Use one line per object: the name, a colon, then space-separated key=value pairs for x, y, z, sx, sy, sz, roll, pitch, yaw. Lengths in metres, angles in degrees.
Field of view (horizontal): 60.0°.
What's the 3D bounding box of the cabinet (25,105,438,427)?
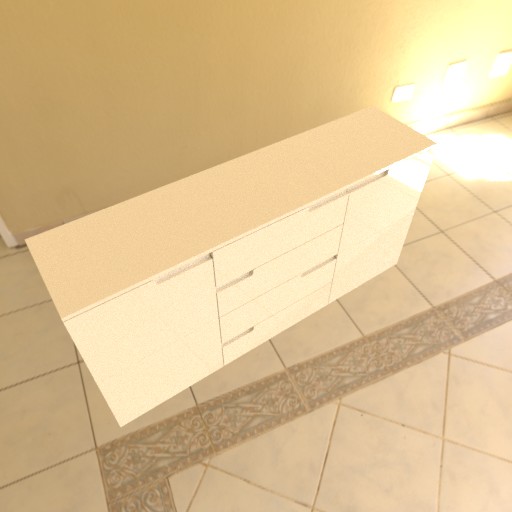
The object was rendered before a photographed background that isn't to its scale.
cabinet: x=0.000 y=0.000 z=2.017 sx=1.650 sy=0.800 sz=0.400 roll=-26 pitch=52 yaw=-23
